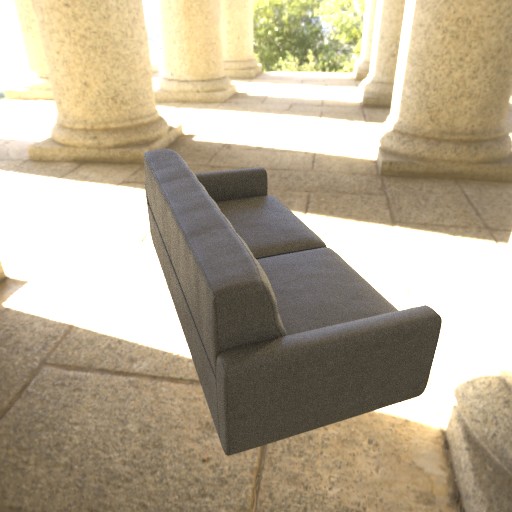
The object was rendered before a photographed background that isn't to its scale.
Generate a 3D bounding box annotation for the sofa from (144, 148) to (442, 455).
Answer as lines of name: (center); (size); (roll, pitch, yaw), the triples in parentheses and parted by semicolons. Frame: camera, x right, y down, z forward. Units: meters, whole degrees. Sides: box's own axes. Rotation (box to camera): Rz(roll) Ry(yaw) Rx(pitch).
sofa: (0.000, 0.000, 2.545); (0.968, 0.873, 2.055); (-10, 31, -17)
